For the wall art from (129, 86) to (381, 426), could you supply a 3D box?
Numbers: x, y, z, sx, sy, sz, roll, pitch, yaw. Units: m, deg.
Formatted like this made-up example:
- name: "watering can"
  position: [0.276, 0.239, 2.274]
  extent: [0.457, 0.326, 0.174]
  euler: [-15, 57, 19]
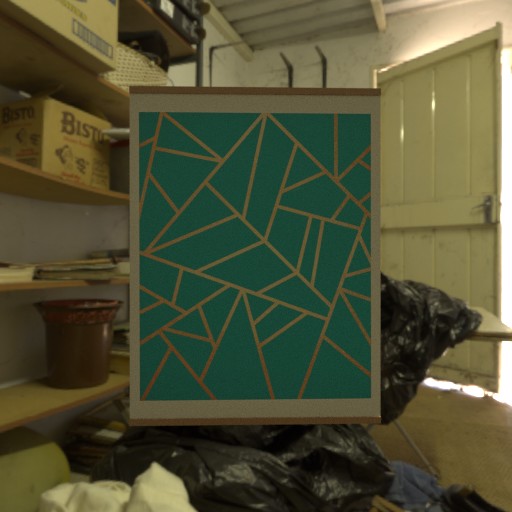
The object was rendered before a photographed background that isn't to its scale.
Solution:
- name: "wall art"
  position: [0.000, 0.000, 1.341]
  extent: [0.758, 1.016, 0.013]
  euler: [0, 0, -1]
